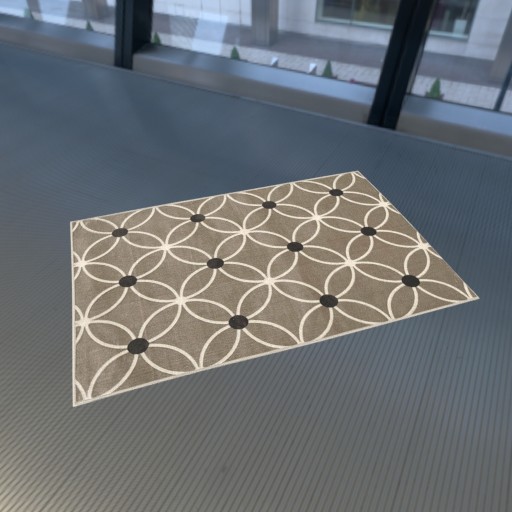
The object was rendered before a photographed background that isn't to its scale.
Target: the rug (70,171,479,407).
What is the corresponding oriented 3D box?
[{"bbox_3d":[0.000,0.000,2.872,2.284,0.008,1.522,-12,43,-13],"label":"rug"}]
